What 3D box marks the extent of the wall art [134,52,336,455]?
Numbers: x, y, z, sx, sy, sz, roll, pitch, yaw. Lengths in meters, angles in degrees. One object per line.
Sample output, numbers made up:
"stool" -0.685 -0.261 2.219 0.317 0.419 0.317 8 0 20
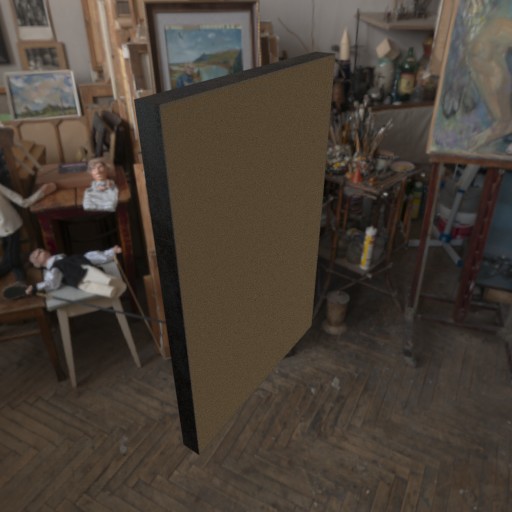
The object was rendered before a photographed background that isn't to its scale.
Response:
"wall art" 0.000 0.000 0.586 0.031 0.457 0.313 20 38 29
